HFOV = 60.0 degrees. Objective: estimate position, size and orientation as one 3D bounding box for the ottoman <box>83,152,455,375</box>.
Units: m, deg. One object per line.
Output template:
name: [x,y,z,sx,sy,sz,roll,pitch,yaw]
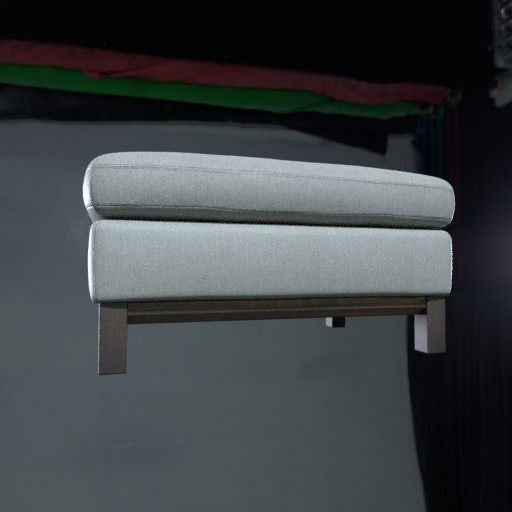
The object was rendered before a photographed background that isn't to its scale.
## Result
ottoman: [0.000,0.000,1.036,0.735,0.404,0.528,1,-2,-17]
